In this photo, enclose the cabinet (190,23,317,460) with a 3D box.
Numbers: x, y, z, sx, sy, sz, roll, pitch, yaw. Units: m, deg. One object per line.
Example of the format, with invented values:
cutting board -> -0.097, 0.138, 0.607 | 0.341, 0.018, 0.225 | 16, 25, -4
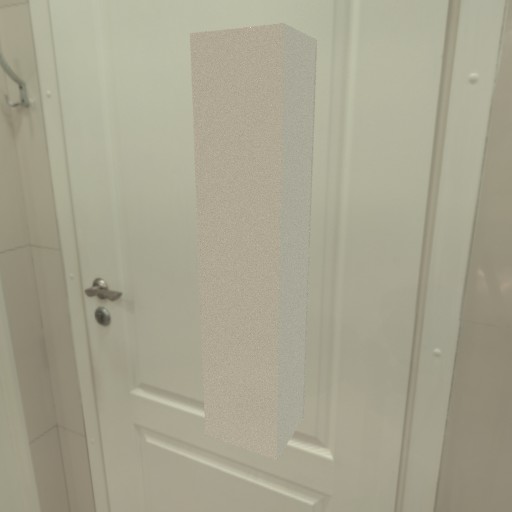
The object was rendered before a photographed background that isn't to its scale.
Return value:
cabinet -> 0.000, 0.000, 1.555 | 0.300, 1.400, 0.270 | 8, 18, 26
